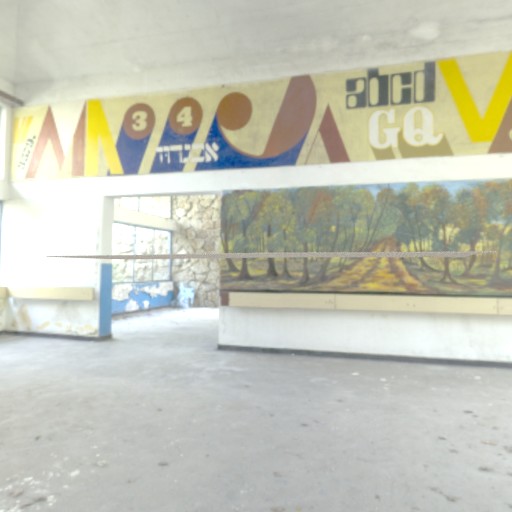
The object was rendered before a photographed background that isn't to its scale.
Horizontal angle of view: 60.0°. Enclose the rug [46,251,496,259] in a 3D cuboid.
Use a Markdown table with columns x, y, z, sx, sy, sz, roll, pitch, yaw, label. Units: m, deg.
| x | y | z | sx | sy | sz | roll | pitch | yaw | label |
| --- | --- | --- | --- | --- | --- | --- | --- | --- | --- |
| 0.000 | 0.000 | 2.562 | 2.346 | 0.013 | 0.712 | -1 | -2 | 17 | rug |
